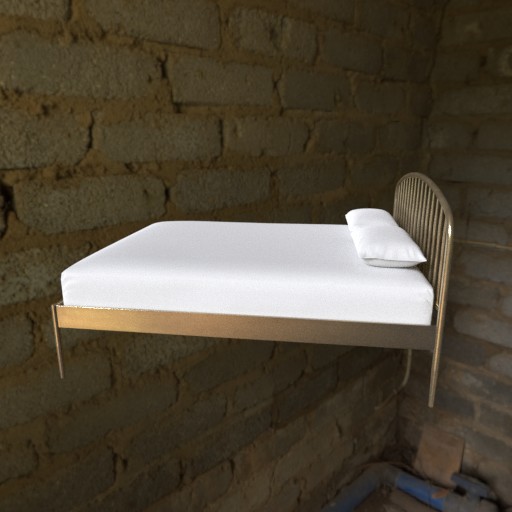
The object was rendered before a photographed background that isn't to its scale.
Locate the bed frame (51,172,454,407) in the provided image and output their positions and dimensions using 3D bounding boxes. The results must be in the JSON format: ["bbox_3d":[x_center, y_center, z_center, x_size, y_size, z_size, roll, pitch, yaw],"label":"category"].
[{"bbox_3d":[0.000,0.000,3.124,2.152,1.175,1.612,2,15,8],"label":"bed frame"}]
